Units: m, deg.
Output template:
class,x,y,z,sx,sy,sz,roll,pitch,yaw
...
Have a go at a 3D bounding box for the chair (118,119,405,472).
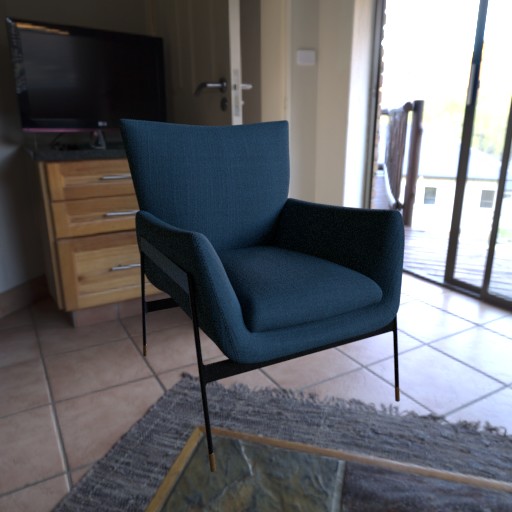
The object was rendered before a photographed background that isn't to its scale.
class,x,y,z,sx,sy,sz,roll,pitch,yaw
chair,0.000,0.000,1.444,0.678,0.859,0.769,-8,18,-27
